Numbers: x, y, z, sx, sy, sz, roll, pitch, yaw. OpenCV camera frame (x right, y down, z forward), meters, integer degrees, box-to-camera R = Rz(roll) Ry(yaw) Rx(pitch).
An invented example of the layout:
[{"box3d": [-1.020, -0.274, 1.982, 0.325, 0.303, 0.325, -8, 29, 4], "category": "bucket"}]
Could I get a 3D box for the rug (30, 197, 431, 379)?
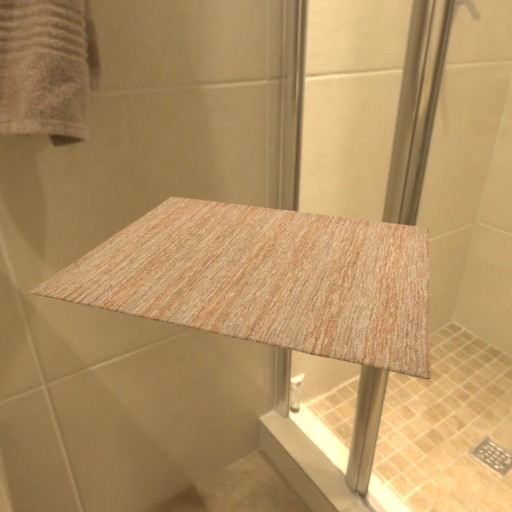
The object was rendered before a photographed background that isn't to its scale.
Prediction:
[{"box3d": [0.000, 0.000, 3.953, 2.939, 0.009, 2.313, 9, 29, 17], "category": "rug"}]
